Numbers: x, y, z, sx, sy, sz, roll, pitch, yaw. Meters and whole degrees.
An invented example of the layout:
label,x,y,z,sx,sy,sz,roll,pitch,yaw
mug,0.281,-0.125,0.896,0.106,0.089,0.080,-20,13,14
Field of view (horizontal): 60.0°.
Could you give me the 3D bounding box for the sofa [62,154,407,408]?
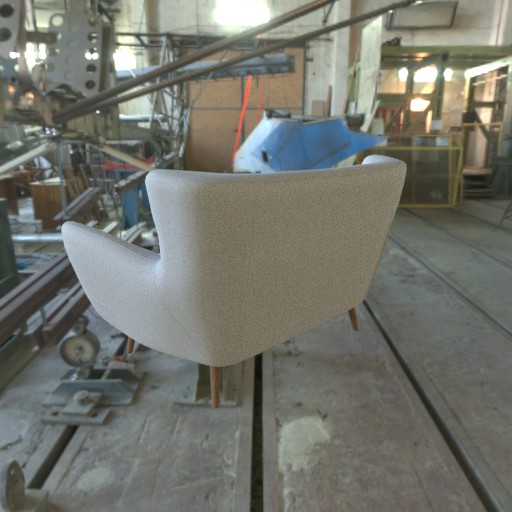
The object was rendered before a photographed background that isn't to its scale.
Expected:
label,x,y,z,sx,sy,sz,roll,pitch,yaw
sofa,0.000,0.000,2.033,1.424,0.878,0.921,-15,22,-43
